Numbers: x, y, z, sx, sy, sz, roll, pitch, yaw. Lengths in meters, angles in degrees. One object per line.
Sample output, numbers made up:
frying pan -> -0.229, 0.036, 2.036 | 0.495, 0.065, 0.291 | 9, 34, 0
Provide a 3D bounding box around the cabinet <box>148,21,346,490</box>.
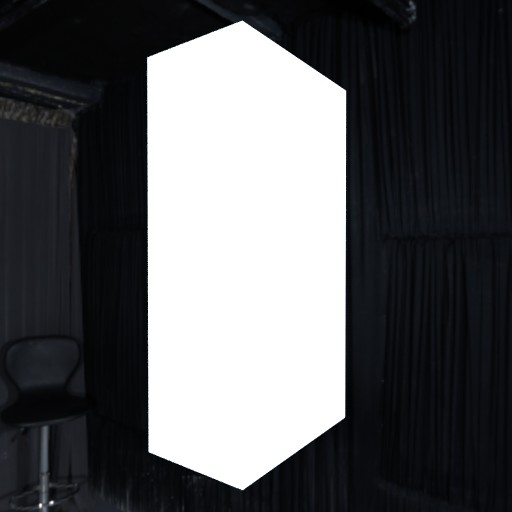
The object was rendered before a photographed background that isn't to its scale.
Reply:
cabinet -> 0.000, 0.000, 2.375 | 0.580, 1.920, 0.980 | 1, 1, 36
